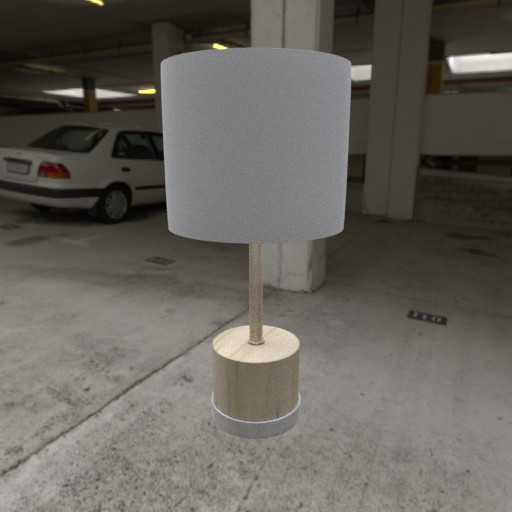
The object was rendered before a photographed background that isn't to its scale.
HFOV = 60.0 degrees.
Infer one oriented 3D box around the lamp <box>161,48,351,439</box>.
[{"bbox_3d":[0.000,0.000,0.594,0.229,0.470,0.229,7,15,26],"label":"lamp"}]
